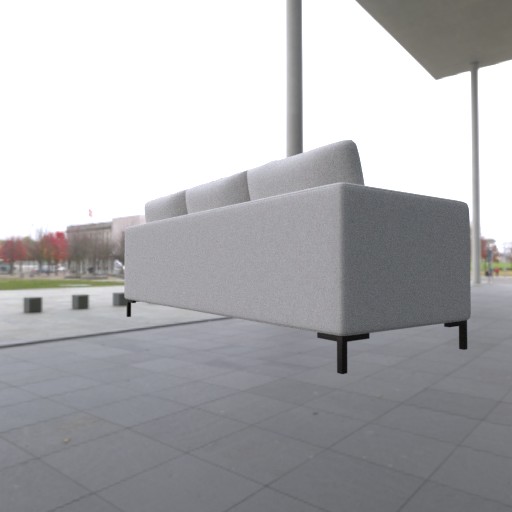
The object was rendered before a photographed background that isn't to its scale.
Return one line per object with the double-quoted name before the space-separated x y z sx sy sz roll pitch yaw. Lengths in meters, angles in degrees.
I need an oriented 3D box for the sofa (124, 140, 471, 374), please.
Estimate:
"sofa" 0.000 0.000 2.665 0.859 0.874 2.218 1 -2 -35
